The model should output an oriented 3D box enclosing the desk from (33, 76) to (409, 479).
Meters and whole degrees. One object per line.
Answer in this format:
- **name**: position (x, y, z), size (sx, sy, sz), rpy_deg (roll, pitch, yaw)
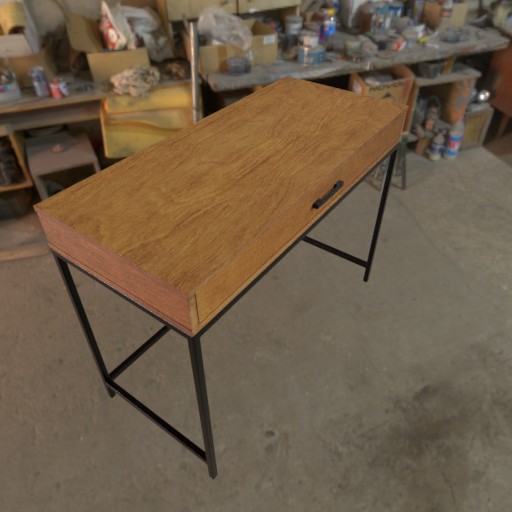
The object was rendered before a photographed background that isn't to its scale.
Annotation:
- **desk**: position (0.000, 0.000, 1.427), size (0.470, 0.762, 1.016), rpy_deg (26, 47, 26)
